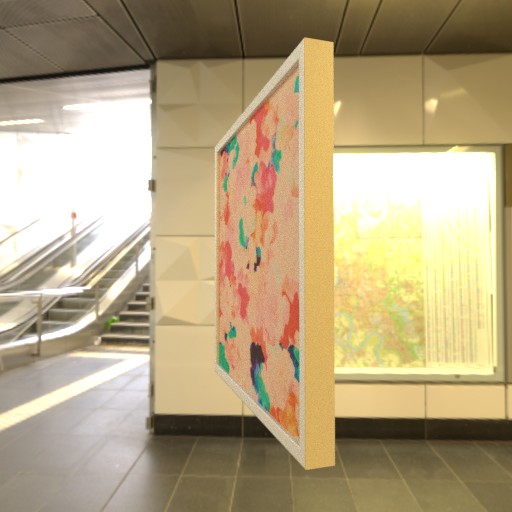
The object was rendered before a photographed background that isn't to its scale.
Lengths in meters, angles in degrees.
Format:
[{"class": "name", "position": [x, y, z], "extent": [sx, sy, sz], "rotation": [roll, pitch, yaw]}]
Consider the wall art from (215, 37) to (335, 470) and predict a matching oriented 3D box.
[{"class": "wall art", "position": [0.000, 0.000, 0.765], "extent": [0.038, 0.505, 0.506], "rotation": [0, -1, -17]}]
